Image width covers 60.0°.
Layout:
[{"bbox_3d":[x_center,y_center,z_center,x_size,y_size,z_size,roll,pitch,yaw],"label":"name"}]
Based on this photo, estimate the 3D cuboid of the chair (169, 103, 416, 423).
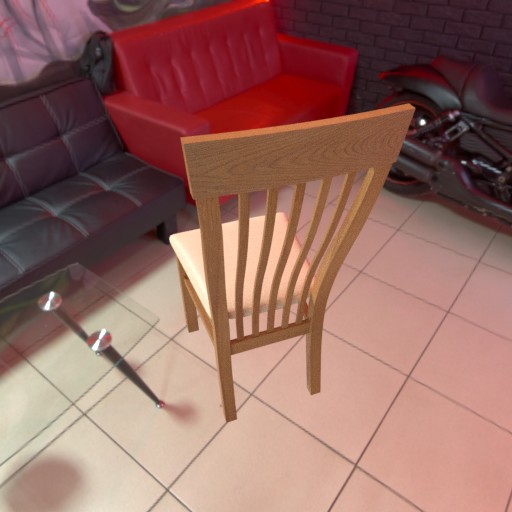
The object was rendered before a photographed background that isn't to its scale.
[{"bbox_3d":[0.000,0.000,1.323,0.450,1.050,0.580,-13,42,-15],"label":"chair"}]
